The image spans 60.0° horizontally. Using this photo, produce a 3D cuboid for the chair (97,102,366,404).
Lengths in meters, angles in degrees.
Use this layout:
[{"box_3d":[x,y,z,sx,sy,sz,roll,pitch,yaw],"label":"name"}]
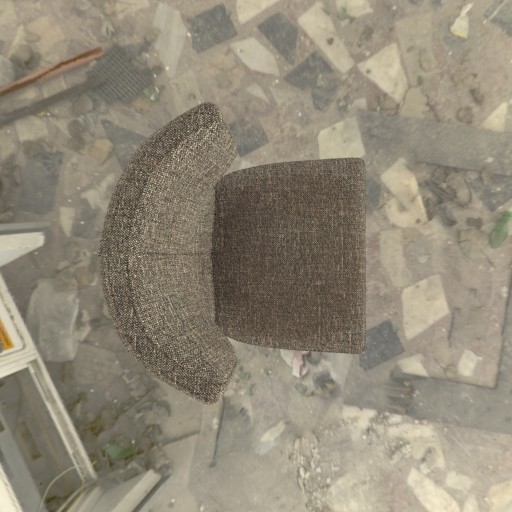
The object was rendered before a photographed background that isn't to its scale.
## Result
[{"box_3d":[0.000,0.000,1.268,0.617,0.824,0.611,0,89,3],"label":"chair"}]
